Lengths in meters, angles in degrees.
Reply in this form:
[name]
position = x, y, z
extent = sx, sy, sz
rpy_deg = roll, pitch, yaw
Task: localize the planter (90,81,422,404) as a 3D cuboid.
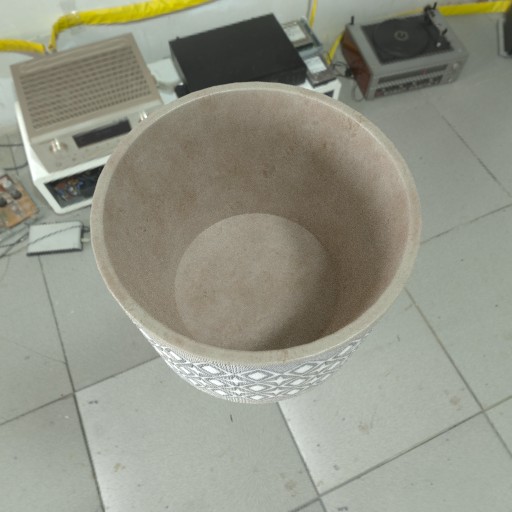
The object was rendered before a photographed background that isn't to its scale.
[planter]
position = 0.000, 0.000, 0.278
extent = 0.164, 0.127, 0.164
rpy_deg = 0, 64, 0
